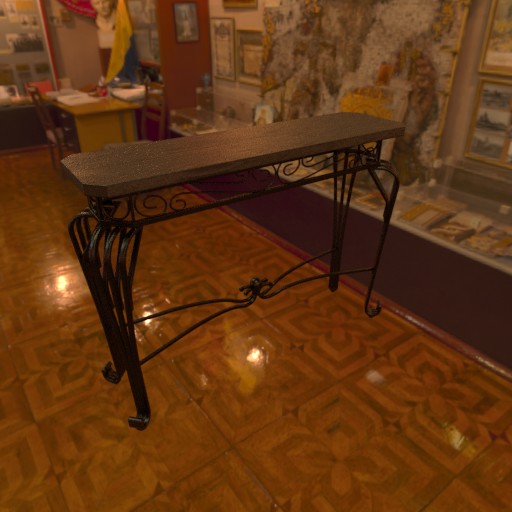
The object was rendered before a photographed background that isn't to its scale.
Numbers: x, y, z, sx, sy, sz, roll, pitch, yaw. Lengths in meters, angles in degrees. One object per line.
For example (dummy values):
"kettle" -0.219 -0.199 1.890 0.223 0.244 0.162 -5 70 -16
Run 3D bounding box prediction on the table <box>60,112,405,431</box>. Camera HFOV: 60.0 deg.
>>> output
"table" 0.000 0.000 1.520 1.112 0.800 0.329 -18 34 -29
